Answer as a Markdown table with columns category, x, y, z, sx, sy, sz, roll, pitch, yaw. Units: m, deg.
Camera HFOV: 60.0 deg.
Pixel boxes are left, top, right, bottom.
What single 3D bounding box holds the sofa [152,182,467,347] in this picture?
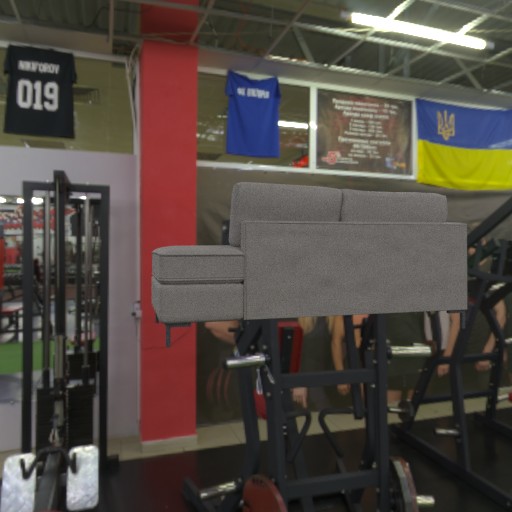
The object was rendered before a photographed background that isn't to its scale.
| category | x | y | z | sx | sy | sz | roll | pitch | yaw |
| --- | --- | --- | --- | --- | --- | --- | --- | --- | --- |
| sofa | 0.000 | 0.000 | 4.316 | 2.077 | 0.964 | 3.331 | 0 | 1 | -16 |
